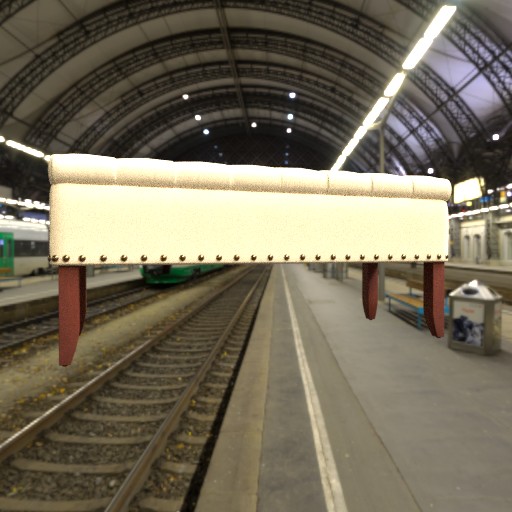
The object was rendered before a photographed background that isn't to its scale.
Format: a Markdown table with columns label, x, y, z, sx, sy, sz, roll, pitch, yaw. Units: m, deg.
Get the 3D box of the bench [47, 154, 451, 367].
| label | x | y | z | sx | sy | sz | roll | pitch | yaw |
| --- | --- | --- | --- | --- | --- | --- | --- | --- | --- |
| bench | 0.000 | 0.000 | 1.272 | 1.054 | 0.470 | 0.400 | 0 | 1 | -18 |
